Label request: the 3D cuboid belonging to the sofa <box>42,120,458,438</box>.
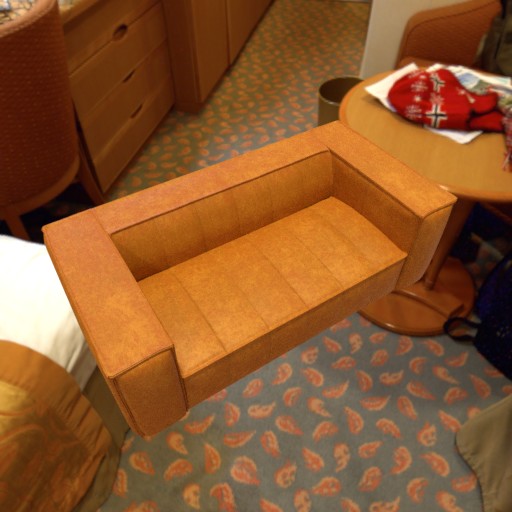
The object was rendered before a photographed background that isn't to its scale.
[{"bbox_3d":[0.000,0.000,2.654,2.088,0.703,1.102,-25,51,-22],"label":"sofa"}]
